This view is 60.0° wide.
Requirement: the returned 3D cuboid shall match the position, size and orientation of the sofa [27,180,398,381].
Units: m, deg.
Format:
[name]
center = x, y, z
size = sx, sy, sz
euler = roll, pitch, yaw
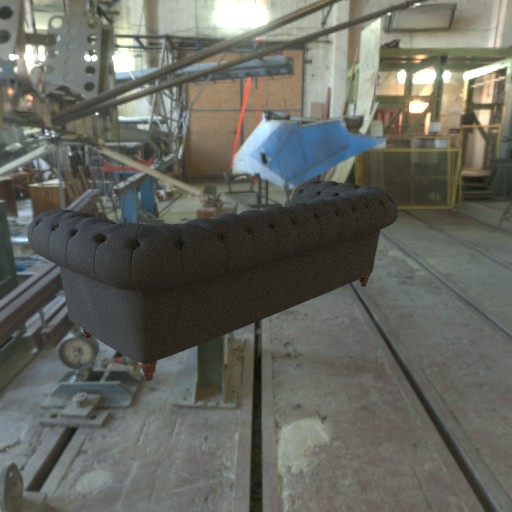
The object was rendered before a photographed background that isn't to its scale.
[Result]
[sofa]
center = 0.000, 0.000, 2.778
size = 0.991, 0.762, 2.362
euler = 15, 21, 43
